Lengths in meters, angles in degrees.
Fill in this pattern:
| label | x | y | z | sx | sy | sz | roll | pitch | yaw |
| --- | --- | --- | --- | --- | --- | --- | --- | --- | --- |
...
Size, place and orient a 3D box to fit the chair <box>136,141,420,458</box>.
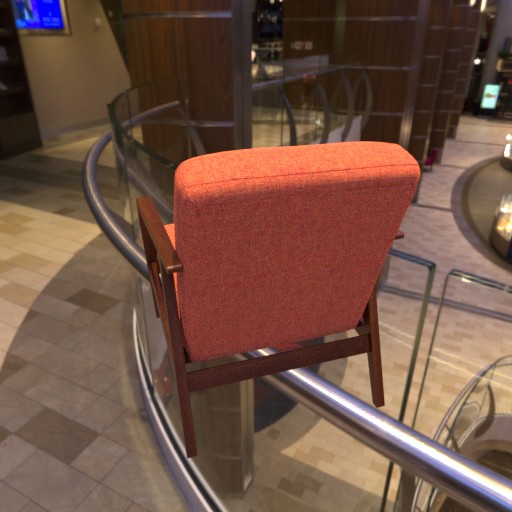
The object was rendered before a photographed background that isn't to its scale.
| label | x | y | z | sx | sy | sz | roll | pitch | yaw |
| --- | --- | --- | --- | --- | --- | --- | --- | --- | --- |
| chair | 0.000 | 0.000 | 1.524 | 0.719 | 0.890 | 0.860 | -8 | 28 | -16 |
